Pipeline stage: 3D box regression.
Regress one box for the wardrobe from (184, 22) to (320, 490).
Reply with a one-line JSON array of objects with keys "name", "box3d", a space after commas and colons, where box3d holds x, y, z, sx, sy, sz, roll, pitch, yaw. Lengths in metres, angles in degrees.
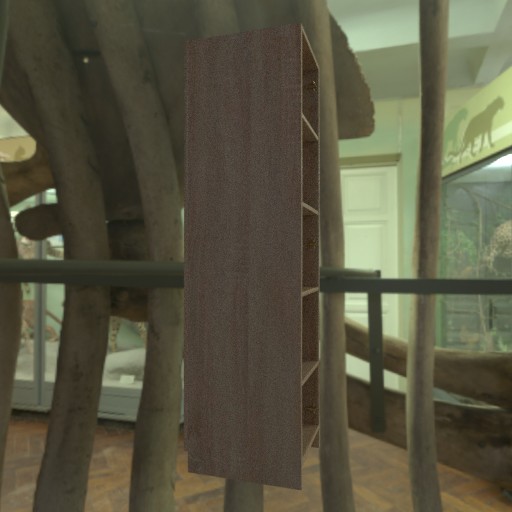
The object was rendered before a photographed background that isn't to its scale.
[{"name": "wardrobe", "box3d": [0.000, 0.000, 2.328, 0.588, 2.117, 0.496, 0, -1, 18]}]
